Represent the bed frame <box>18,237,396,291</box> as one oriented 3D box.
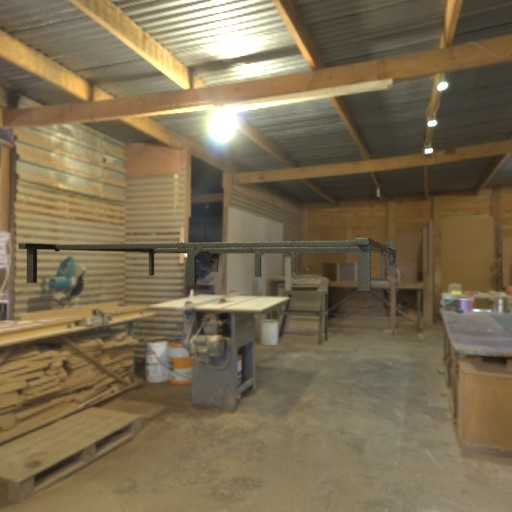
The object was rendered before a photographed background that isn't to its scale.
[{"bbox_3d":[0.000,0.000,2.611,1.498,0.248,1.990,0,0,20],"label":"bed frame"}]
